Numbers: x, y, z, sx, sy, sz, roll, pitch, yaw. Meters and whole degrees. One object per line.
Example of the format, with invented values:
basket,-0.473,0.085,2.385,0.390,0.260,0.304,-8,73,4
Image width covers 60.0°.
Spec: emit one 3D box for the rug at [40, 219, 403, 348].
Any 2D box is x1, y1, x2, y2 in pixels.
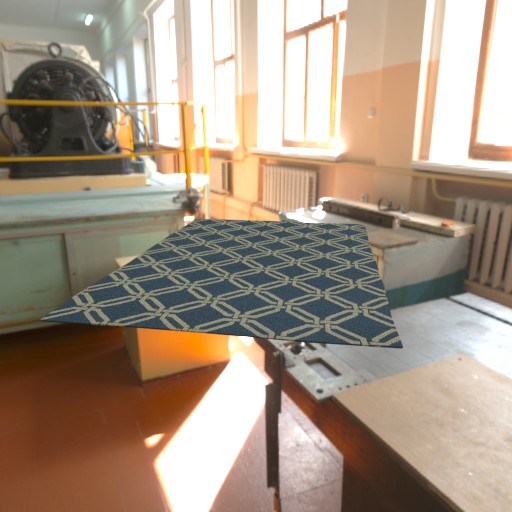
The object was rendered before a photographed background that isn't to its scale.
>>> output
rug,0.000,0.000,2.178,1.153,0.010,1.755,3,16,9
